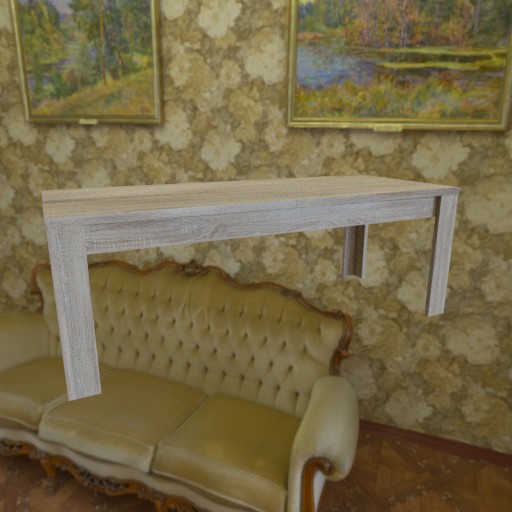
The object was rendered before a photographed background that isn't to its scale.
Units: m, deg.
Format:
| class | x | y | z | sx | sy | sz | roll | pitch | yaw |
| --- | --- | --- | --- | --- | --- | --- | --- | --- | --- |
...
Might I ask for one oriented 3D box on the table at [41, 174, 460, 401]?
| class | x | y | z | sx | sy | sz | roll | pitch | yaw |
| --- | --- | --- | --- | --- | --- | --- | --- | --- | --- |
| table | 0.000 | 0.000 | 2.621 | 2.200 | 0.790 | 0.900 | -7 | 17 | -25 |
